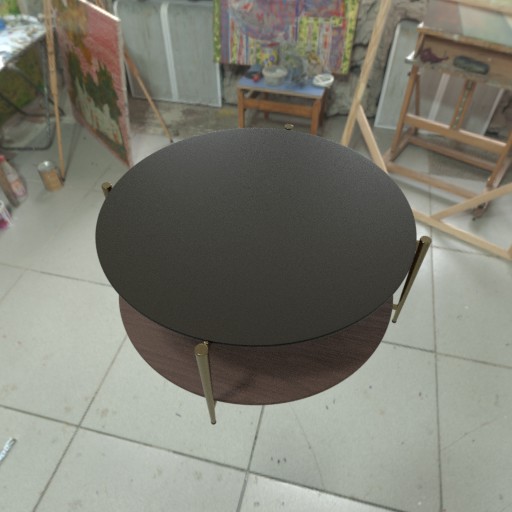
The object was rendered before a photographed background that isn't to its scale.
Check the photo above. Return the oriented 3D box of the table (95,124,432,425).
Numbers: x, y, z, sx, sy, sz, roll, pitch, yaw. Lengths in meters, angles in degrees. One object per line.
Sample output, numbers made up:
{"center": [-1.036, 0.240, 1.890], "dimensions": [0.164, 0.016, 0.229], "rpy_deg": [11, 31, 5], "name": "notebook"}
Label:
{"center": [0.000, 0.000, 1.477], "dimensions": [0.938, 0.400, 0.938], "rpy_deg": [-11, 48, -11], "name": "table"}
